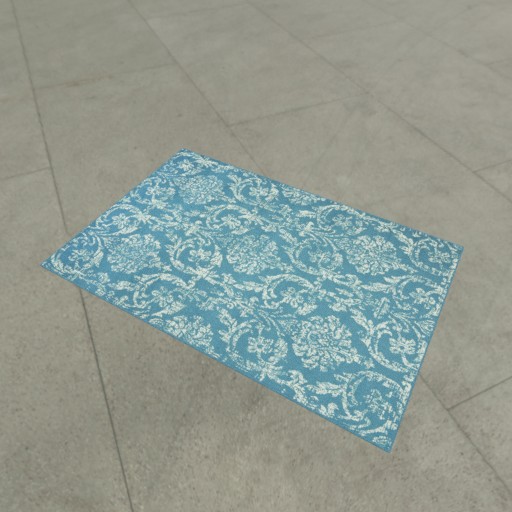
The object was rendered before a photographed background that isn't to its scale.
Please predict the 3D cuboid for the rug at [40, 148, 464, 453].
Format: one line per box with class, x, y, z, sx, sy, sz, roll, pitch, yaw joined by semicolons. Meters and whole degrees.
rug;0.000;0.000;3.430;2.746;0.018;1.816;23;51;20
